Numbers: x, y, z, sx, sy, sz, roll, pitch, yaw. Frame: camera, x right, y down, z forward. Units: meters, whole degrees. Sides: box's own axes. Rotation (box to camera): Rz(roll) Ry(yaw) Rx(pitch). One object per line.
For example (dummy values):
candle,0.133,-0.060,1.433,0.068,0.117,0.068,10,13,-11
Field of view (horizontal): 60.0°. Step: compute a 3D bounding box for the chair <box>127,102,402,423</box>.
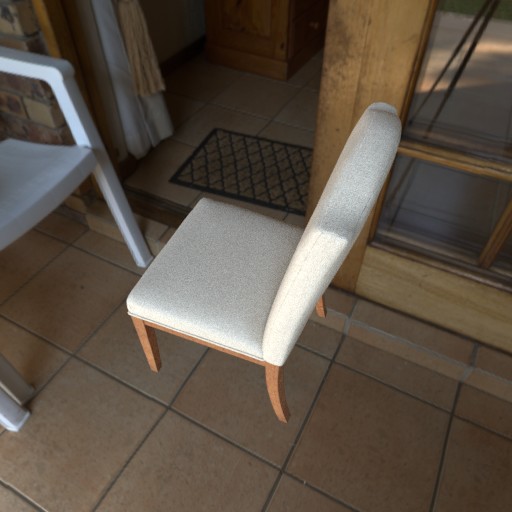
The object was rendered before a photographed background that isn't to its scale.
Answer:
chair,0.000,0.000,1.365,0.648,1.012,0.534,16,49,15
